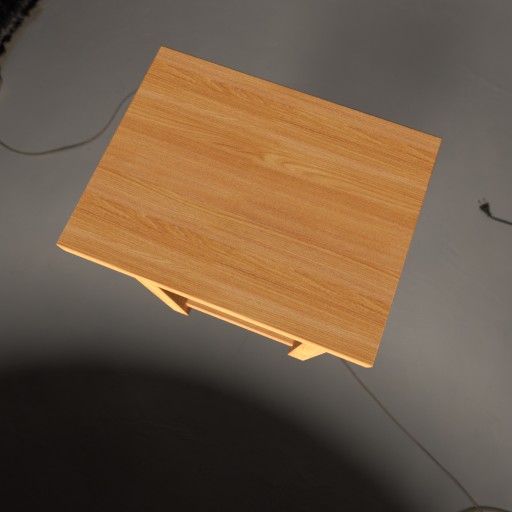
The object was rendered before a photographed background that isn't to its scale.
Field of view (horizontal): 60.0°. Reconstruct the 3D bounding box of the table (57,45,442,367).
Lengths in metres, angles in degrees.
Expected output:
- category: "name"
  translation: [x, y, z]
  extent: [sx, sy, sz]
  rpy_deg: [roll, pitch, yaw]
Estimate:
- category: "table"
  translation: [0.000, 0.000, 0.750]
  extent: [0.350, 0.550, 0.270]
  rpy_deg: [20, 76, 5]
